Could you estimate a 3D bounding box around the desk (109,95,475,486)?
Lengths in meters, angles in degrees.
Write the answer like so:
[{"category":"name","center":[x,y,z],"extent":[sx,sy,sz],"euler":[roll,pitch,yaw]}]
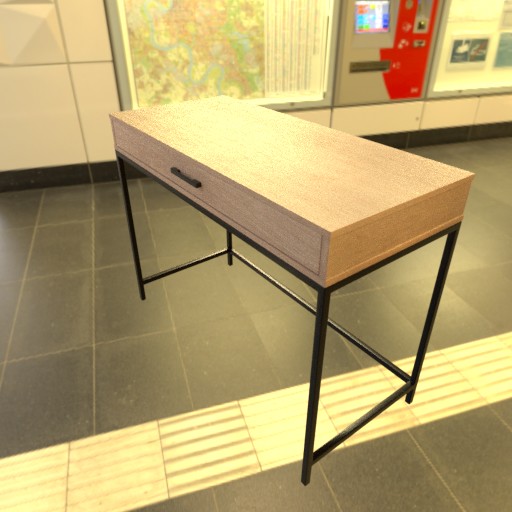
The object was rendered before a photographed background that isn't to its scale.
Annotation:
[{"category":"desk","center":[0.000,0.000,1.421],"extent":[0.470,0.762,1.016],"euler":[-22,38,-31]}]
